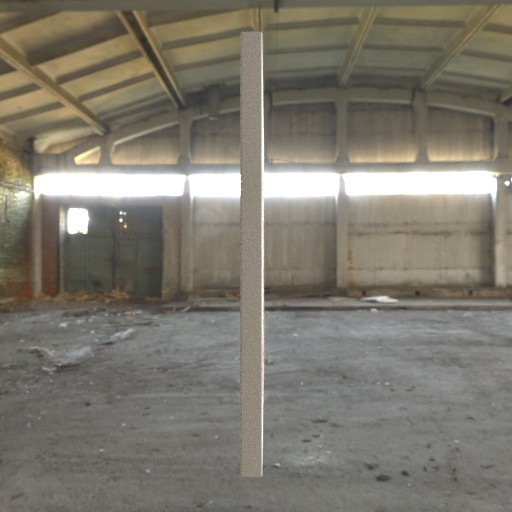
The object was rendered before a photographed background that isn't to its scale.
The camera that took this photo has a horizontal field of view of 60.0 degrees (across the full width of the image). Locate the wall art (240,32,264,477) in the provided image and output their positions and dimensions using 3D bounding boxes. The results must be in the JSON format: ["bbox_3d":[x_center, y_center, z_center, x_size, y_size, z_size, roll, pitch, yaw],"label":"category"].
[{"bbox_3d":[0.000,0.000,1.129,0.037,0.757,0.757,0,-1,1],"label":"wall art"}]
